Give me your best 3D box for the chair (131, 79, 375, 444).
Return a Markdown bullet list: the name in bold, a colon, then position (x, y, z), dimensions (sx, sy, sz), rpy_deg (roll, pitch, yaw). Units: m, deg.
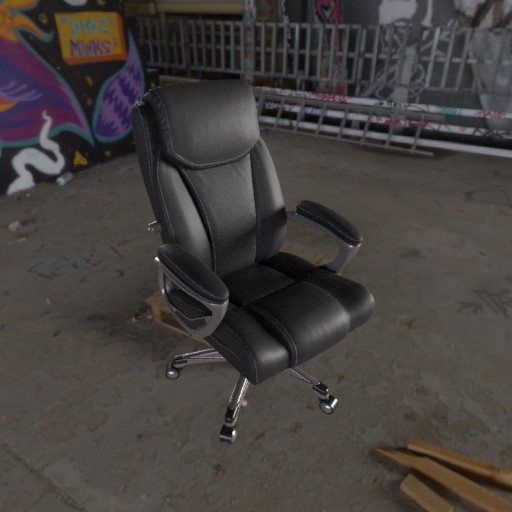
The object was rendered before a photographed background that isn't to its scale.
- **chair**: position (0.000, 0.000, 1.663), dimensions (0.741, 1.167, 0.784), rpy_deg (-21, 35, -32)
